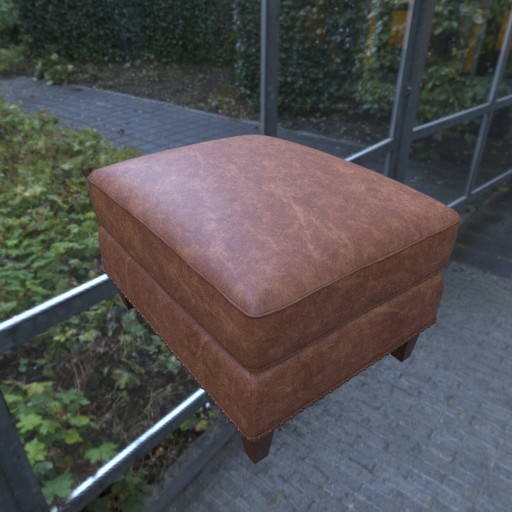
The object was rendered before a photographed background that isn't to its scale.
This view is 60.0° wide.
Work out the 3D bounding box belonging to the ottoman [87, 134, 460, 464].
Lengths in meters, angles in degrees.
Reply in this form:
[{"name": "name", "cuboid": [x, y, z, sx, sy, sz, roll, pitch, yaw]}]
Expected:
[{"name": "ottoman", "cuboid": [0.000, 0.000, 1.140, 0.586, 0.486, 0.742, -21, 37, -31]}]
